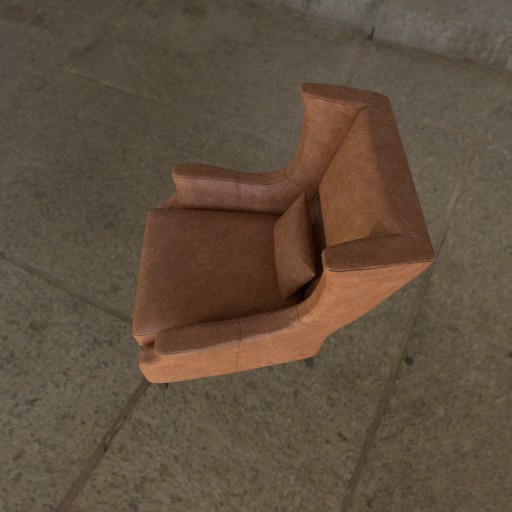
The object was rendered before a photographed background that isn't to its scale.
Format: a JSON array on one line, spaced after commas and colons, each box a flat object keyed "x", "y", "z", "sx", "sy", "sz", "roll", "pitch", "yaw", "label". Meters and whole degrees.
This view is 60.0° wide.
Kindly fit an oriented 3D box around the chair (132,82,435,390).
[{"x": 0.000, "y": 0.000, "z": 1.722, "sx": 0.926, "sy": 1.016, "sz": 0.853, "roll": -1, "pitch": 57, "yaw": -1, "label": "chair"}]
